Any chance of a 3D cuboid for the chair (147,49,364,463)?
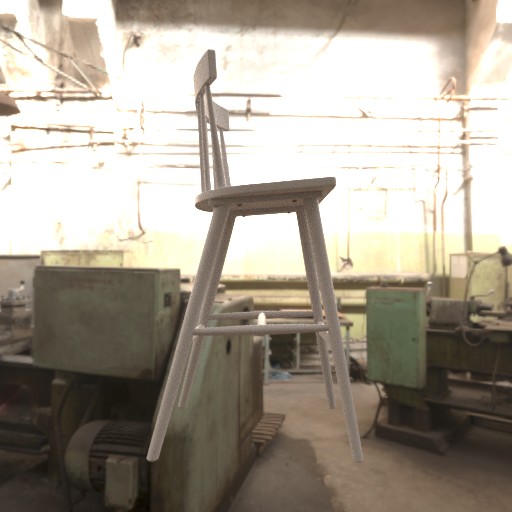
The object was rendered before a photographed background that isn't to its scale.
[{"bbox_3d":[0.000,0.000,1.399,0.572,1.092,0.483,0,-1,1],"label":"chair"}]
